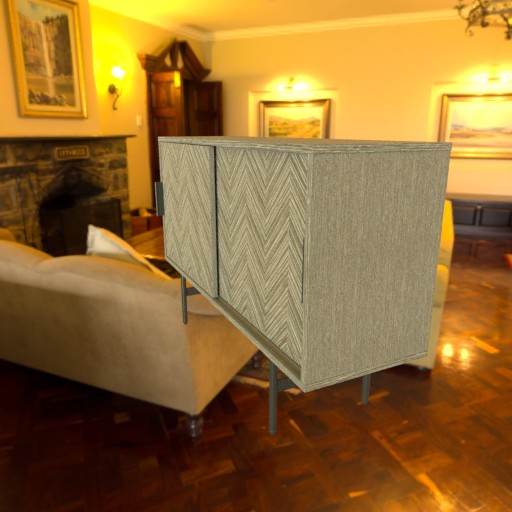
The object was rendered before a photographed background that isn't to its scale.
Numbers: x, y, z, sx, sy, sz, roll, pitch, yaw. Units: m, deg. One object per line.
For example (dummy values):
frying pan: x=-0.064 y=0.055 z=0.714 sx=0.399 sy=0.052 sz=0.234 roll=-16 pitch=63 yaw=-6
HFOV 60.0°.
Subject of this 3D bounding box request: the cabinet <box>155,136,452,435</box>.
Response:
cabinet: x=0.000 y=0.000 z=1.538 sx=0.405 sy=0.787 sz=1.194 roll=-8 pitch=18 yaw=-25
